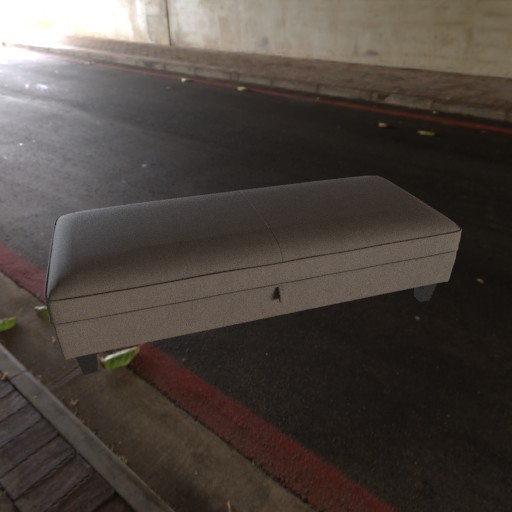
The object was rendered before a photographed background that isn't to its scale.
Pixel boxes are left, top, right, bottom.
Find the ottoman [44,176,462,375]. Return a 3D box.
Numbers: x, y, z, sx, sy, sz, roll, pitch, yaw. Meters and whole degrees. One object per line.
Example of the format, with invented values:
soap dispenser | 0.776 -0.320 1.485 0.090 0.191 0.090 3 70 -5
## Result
ottoman | 0.000 0.000 2.105 1.764 0.470 0.751 -9 32 -15
